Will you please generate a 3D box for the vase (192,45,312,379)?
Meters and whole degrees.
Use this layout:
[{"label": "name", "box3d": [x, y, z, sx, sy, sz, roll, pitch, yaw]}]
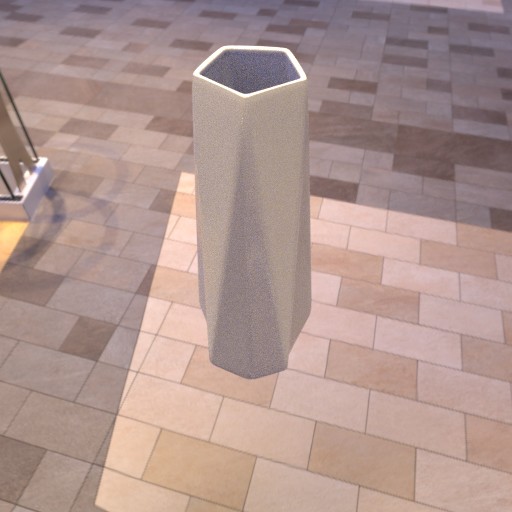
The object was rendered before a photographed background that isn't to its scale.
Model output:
[{"label": "vase", "box3d": [0.000, 0.000, 0.386, 0.122, 0.329, 0.116, -24, 52, -20]}]
